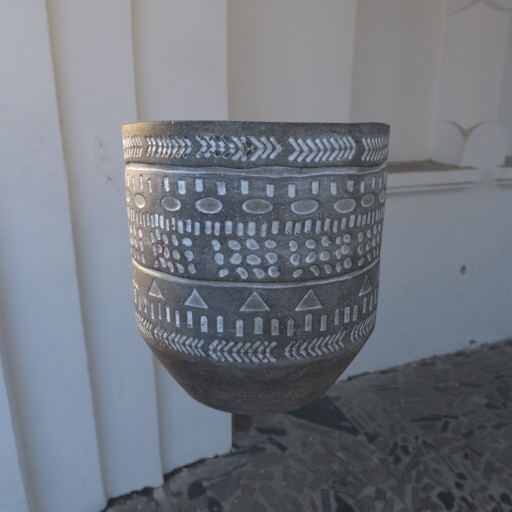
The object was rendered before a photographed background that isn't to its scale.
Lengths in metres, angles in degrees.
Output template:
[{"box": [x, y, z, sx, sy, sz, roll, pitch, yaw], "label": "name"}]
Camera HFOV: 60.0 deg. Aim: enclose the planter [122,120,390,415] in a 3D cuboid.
[{"box": [0.000, 0.000, 0.224, 0.122, 0.128, 0.122, 0, 15, 0], "label": "planter"}]
